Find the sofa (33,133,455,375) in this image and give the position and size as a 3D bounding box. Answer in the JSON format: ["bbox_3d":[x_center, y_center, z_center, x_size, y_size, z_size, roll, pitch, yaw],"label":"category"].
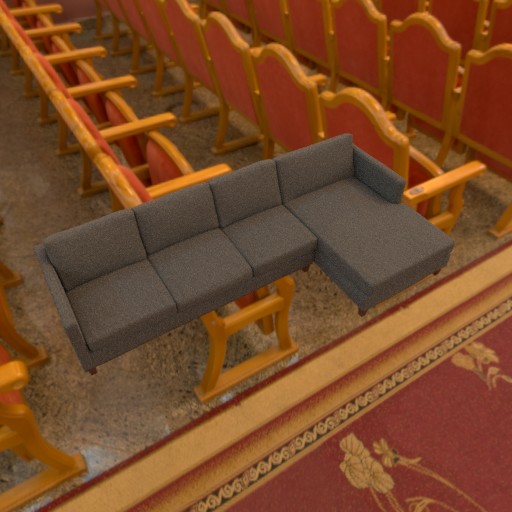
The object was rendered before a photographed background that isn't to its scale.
[{"bbox_3d":[0.000,0.000,3.783,3.186,0.846,1.625,-24,50,-22],"label":"sofa"}]
